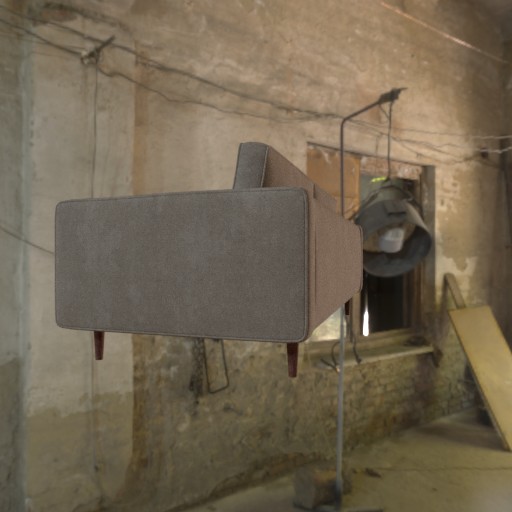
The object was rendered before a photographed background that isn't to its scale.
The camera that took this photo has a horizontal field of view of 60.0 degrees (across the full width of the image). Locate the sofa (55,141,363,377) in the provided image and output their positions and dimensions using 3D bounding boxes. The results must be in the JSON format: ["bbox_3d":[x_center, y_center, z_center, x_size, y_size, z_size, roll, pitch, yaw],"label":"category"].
[{"bbox_3d":[0.000,0.000,2.266,0.920,0.769,1.883,0,0,18],"label":"sofa"}]
